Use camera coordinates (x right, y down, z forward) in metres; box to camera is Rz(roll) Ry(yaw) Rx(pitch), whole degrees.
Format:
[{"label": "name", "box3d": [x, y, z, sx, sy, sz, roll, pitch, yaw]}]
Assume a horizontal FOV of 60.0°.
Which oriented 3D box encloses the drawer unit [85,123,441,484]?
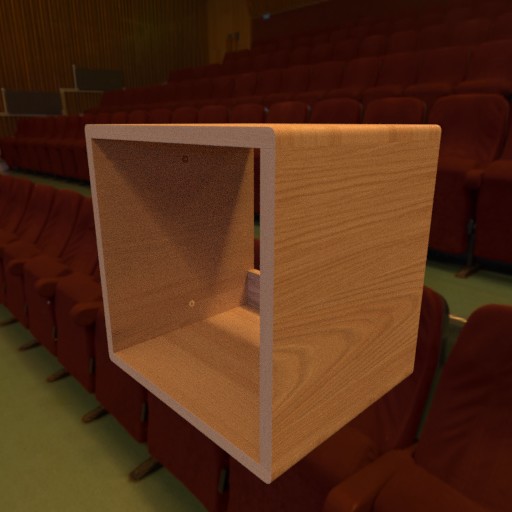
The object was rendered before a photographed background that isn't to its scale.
[{"label": "drawer unit", "box3d": [0.000, 0.000, 0.605, 0.290, 0.344, 0.344, -16, 23, -42]}]
